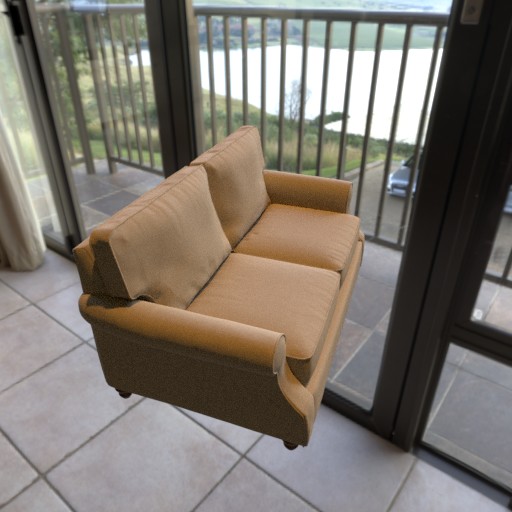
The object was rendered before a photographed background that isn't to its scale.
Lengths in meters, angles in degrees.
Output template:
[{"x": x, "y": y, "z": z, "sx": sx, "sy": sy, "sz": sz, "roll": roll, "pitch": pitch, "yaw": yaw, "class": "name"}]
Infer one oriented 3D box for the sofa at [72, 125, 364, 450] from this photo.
[{"x": 0.000, "y": 0.000, "z": 2.279, "sx": 0.964, "sy": 0.937, "sz": 1.665, "roll": 10, "pitch": 33, "yaw": 17, "class": "sofa"}]
